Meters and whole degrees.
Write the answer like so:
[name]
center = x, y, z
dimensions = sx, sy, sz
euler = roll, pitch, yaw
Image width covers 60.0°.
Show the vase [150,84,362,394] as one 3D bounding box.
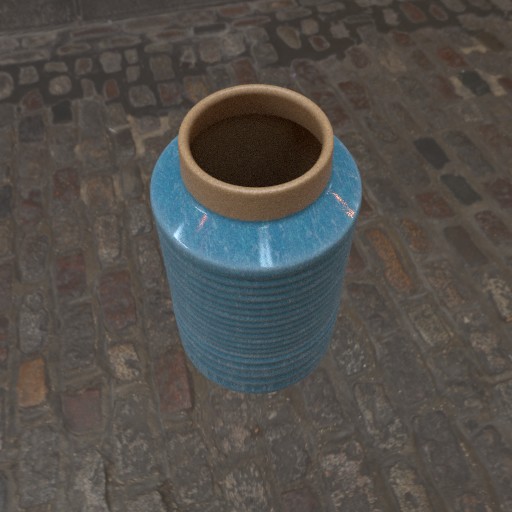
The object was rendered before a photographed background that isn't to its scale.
[vase]
center = 0.000, 0.000, 0.368
dimensions = 0.163, 0.267, 0.163
euler = 0, 58, 0
